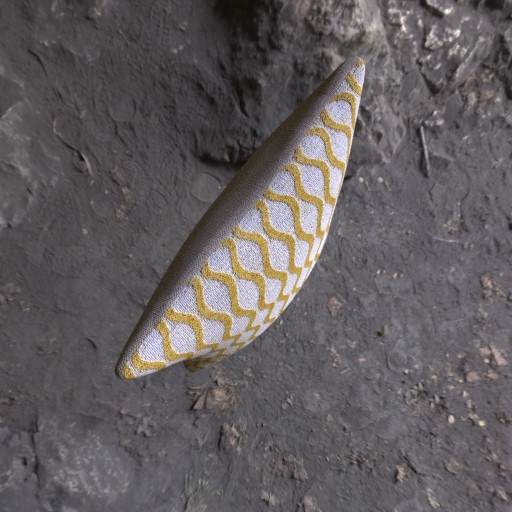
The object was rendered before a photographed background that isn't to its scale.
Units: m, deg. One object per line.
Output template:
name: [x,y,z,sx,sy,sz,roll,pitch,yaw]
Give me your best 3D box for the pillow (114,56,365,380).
pillow: [0.000,0.000,0.661,0.159,0.436,0.429,33,78,8]
